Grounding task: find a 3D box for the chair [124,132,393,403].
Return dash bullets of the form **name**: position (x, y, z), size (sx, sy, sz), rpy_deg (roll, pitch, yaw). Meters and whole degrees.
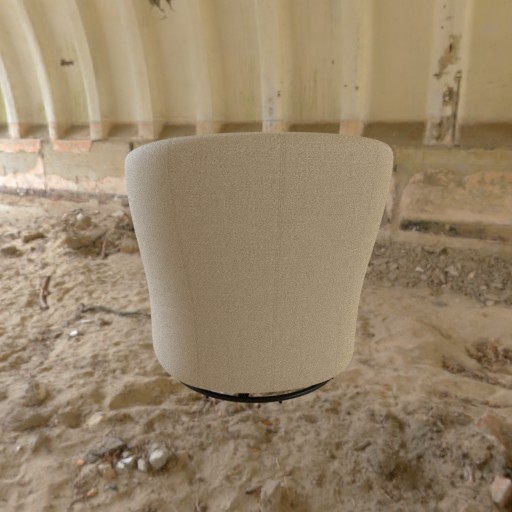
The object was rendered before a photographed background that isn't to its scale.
- **chair**: position (0.000, 0.000, 1.445), size (0.791, 0.771, 0.815), rpy_deg (-2, 15, -8)
